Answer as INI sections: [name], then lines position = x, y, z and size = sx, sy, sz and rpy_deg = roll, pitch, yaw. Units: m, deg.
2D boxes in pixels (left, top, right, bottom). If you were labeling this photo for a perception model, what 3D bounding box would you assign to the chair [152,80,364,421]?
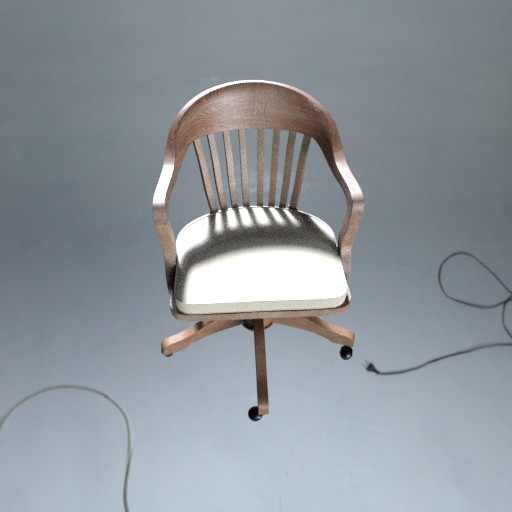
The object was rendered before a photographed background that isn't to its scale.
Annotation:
[chair]
position = 0.000, 0.000, 1.515
size = 0.750, 0.878, 0.788
rpy_deg = -2, 45, -2
